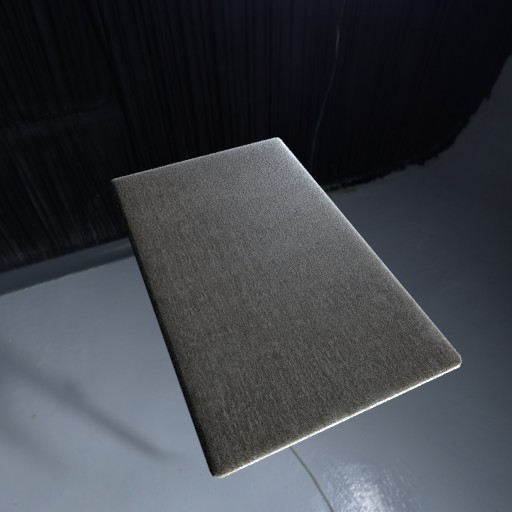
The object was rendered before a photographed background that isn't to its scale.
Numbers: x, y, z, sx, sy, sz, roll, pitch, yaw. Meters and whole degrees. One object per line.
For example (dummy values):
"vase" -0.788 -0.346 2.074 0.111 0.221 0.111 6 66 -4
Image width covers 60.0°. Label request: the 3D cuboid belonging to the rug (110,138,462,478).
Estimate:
"rug" 0.000 0.000 3.075 1.539 0.024 2.469 -18 51 -16
